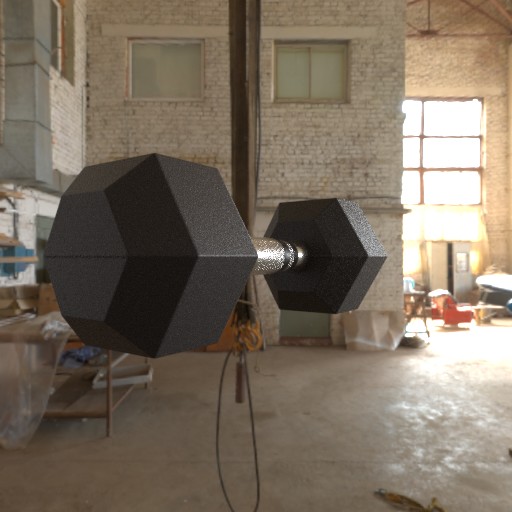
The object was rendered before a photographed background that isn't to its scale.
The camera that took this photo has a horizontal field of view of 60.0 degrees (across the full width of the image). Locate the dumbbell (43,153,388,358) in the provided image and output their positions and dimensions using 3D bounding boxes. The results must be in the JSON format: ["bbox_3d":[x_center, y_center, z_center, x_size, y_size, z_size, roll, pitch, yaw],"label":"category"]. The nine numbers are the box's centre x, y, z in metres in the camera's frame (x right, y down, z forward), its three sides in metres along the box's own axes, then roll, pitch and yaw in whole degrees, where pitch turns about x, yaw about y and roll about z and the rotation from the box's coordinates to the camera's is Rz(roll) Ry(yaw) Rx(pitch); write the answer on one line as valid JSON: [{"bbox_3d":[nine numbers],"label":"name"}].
[{"bbox_3d":[0.000,0.000,0.408,0.141,0.123,0.356,0,0,35],"label":"dumbbell"}]
